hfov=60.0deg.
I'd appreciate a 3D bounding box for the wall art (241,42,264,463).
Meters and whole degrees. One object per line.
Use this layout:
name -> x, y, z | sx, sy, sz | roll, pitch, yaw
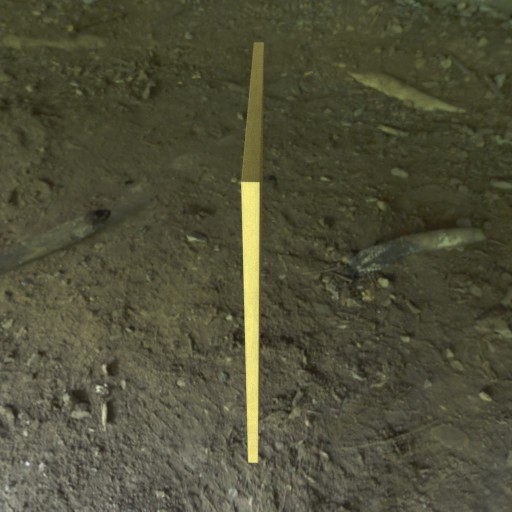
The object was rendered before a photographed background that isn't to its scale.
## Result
wall art -> 0.000, 0.000, 1.350 | 0.030, 1.002, 0.798 | 1, 41, 1
